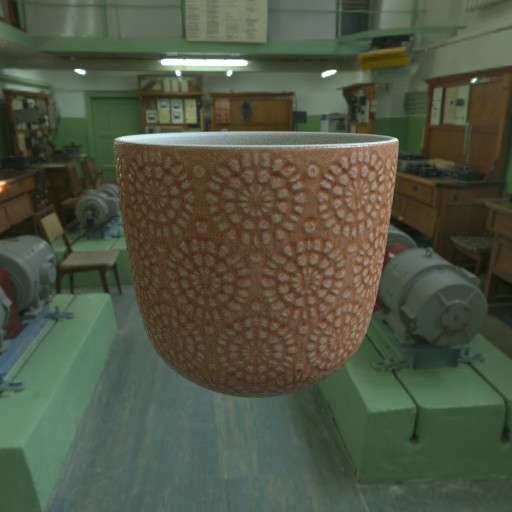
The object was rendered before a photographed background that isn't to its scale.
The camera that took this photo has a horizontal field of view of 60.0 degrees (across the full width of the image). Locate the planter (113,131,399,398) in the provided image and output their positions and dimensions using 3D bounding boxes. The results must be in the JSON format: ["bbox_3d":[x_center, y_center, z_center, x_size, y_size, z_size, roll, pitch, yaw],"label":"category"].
[{"bbox_3d":[0.000,0.000,0.365,0.208,0.190,0.208,0,18,0],"label":"planter"}]
